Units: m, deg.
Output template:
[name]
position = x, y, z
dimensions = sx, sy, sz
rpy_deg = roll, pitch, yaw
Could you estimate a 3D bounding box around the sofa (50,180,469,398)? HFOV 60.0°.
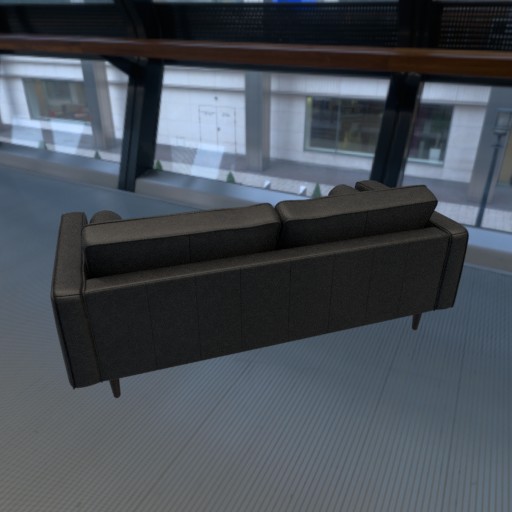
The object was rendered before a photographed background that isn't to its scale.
[sofa]
position = 0.000, 0.000, 2.294
dimensions = 1.879, 0.770, 0.921
rpy_deg = -9, 28, -17
